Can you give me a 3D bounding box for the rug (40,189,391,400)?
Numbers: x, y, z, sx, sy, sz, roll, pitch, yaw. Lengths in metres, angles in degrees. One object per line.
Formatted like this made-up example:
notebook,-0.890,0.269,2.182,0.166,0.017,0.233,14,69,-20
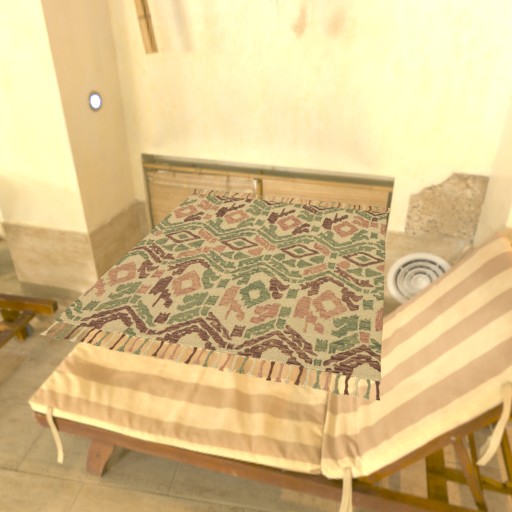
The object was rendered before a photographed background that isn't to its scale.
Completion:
rug,0.000,0.000,4.163,2.438,0.010,3.048,8,30,13
